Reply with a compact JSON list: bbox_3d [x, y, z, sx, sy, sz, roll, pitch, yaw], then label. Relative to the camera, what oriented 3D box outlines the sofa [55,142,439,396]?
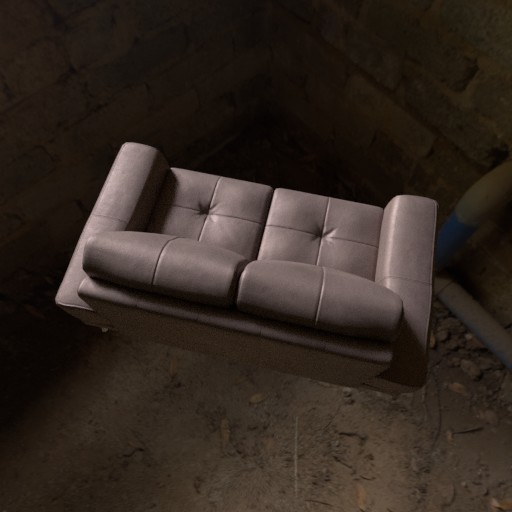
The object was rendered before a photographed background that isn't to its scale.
[{"bbox_3d":[0.000,0.000,2.308,1.806,0.907,1.018,12,65,6],"label":"sofa"}]
